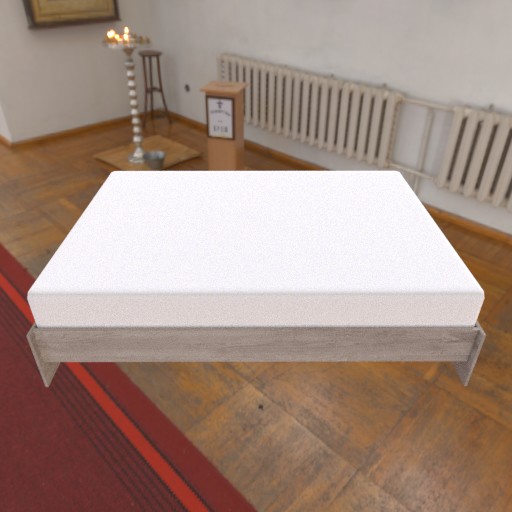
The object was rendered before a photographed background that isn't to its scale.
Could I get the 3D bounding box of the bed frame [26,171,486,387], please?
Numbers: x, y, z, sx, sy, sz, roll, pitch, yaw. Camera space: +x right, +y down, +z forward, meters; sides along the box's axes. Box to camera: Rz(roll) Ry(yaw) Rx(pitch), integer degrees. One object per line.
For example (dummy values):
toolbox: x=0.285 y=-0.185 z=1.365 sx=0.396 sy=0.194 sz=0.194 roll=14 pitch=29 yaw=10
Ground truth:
bed frame: x=0.000 y=0.000 z=2.517 sx=1.945 sy=0.497 sz=1.445 roll=0 pitch=33 yaw=0
